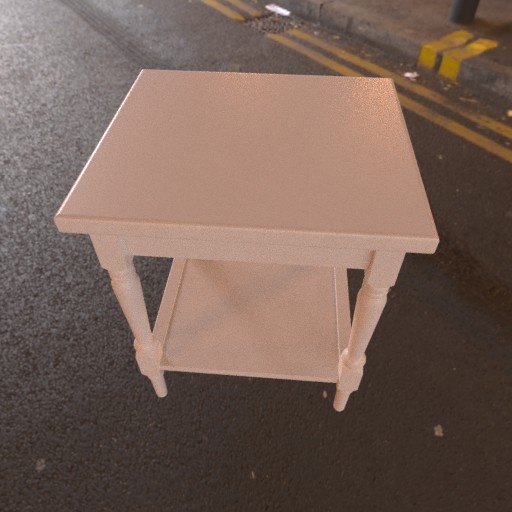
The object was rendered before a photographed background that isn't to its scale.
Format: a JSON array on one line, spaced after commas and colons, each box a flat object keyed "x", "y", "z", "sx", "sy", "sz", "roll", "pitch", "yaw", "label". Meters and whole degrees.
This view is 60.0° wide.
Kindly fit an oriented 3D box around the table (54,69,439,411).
[{"x": 0.000, "y": 0.000, "z": 0.910, "sx": 0.488, "sy": 0.565, "sz": 0.442, "roll": 3, "pitch": 47, "yaw": 3, "label": "table"}]
